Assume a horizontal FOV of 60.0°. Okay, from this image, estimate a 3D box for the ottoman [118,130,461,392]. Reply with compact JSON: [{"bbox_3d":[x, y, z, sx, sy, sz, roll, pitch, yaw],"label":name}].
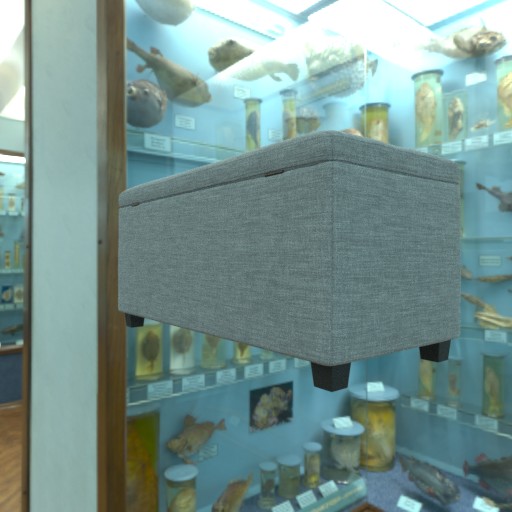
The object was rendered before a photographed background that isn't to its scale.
[{"bbox_3d":[0.000,0.000,1.142,0.419,0.432,0.902,0,0,-38],"label":"ottoman"}]
